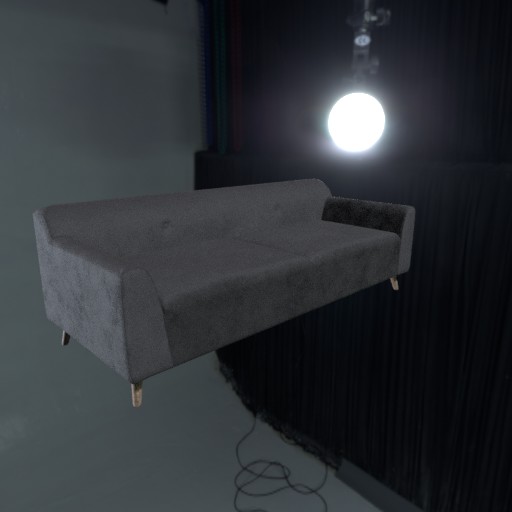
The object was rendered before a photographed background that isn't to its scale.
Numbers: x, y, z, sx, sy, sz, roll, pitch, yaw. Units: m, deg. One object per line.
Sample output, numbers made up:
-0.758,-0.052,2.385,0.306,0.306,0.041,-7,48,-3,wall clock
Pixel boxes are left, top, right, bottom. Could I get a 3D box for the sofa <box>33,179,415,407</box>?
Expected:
0.000,0.000,2.670,2.190,0.740,0.900,-14,21,-42,sofa
